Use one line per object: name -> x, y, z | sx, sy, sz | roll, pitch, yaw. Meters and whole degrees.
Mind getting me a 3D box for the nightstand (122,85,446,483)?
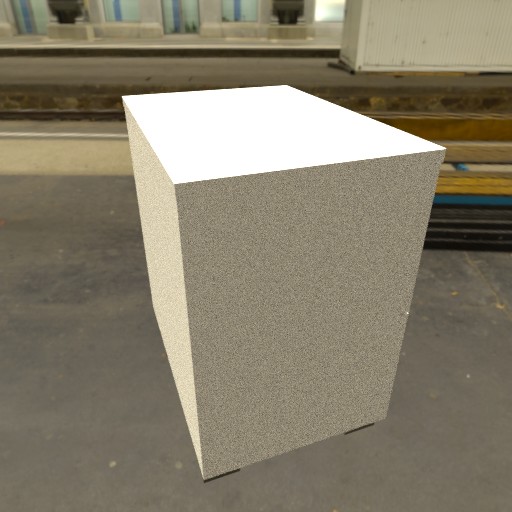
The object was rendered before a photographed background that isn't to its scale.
nightstand -> 0.000, 0.000, 0.748 | 0.325, 0.460, 0.441 | -11, 32, -18
